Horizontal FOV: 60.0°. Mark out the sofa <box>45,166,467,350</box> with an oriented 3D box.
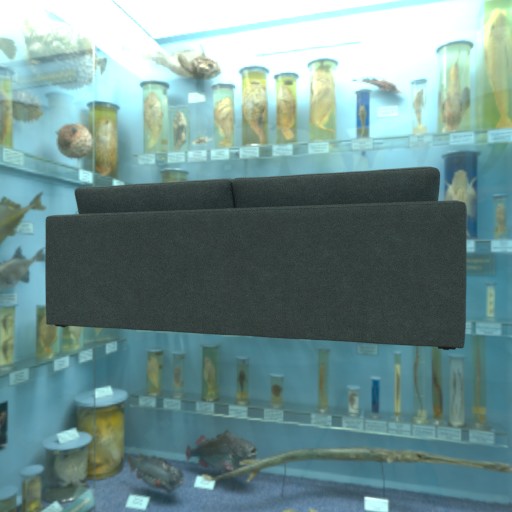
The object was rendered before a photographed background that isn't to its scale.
[{"bbox_3d":[0.000,0.000,2.737,2.257,0.838,1.092,0,0,18],"label":"sofa"}]
